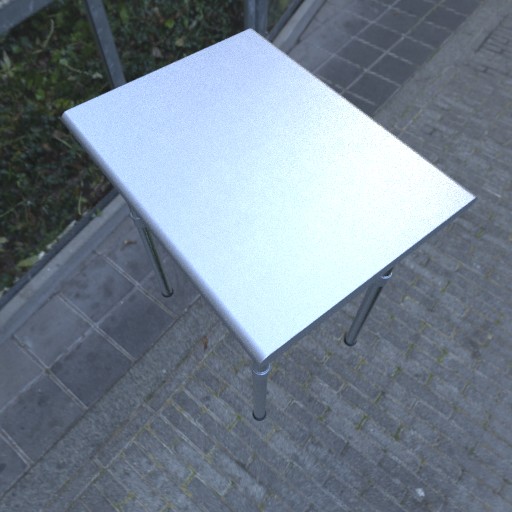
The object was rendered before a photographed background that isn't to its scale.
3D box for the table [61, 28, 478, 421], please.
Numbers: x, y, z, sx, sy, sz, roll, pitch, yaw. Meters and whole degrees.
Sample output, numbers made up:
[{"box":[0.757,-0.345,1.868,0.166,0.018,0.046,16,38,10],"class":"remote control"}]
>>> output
[{"box":[0.000,0.000,1.351,0.584,0.876,0.762,-33,64,-19],"class":"table"}]
